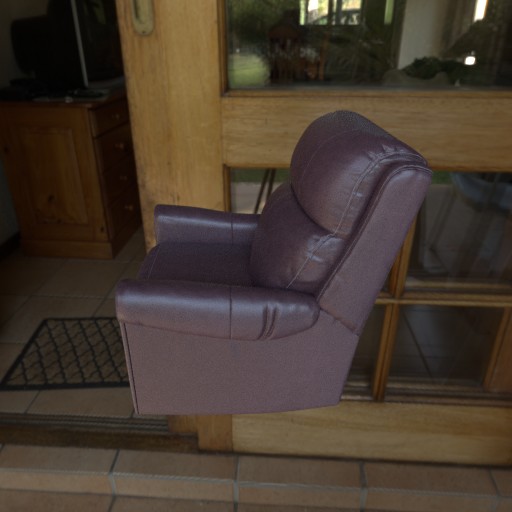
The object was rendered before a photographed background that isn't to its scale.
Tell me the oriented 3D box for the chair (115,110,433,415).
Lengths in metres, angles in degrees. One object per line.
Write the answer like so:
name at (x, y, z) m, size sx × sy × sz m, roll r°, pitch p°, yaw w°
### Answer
chair at (0.000, 0.000, 1.778) m, size 1.014 × 1.054 × 0.838 m, roll -1°, pitch 27°, yaw -2°
